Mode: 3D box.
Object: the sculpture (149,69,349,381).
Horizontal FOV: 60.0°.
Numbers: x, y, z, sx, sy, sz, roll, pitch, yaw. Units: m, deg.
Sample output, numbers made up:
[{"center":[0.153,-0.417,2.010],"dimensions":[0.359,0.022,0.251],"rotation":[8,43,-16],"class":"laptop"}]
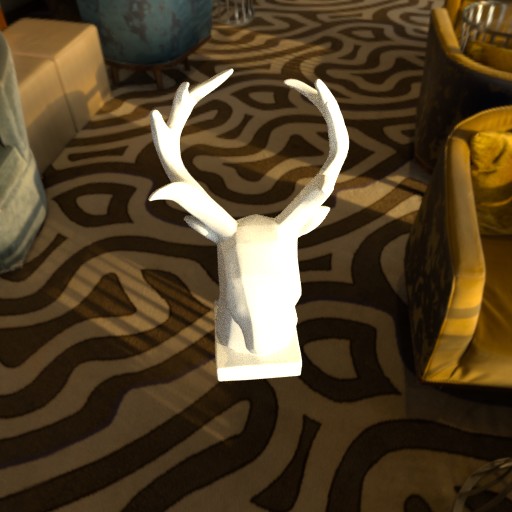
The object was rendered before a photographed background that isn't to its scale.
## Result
[{"center":[0.000,0.000,0.462],"dimensions":[0.174,0.329,0.224],"rotation":[-3,47,-3],"class":"sculpture"}]
